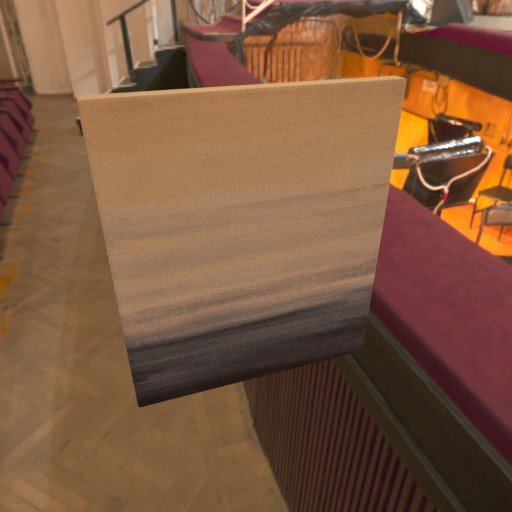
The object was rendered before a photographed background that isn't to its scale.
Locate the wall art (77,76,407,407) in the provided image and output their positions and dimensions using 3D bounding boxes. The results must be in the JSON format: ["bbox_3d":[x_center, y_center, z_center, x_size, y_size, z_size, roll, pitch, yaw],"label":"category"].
[{"bbox_3d":[0.000,0.000,0.975,0.608,0.710,0.041,-10,33,-16],"label":"wall art"}]
